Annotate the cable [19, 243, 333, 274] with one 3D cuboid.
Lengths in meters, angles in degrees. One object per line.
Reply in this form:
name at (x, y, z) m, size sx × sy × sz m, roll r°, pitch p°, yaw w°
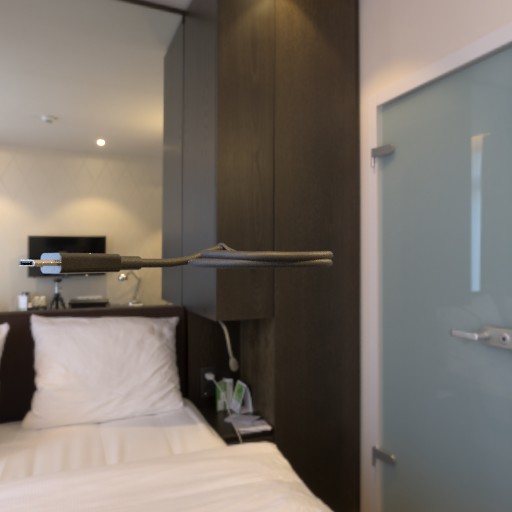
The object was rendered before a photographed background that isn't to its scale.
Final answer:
cable at (0.000, 0.000, 0.213) m, size 0.070 × 0.014 × 0.192 m, roll -1°, pitch -1°, yaw 36°
